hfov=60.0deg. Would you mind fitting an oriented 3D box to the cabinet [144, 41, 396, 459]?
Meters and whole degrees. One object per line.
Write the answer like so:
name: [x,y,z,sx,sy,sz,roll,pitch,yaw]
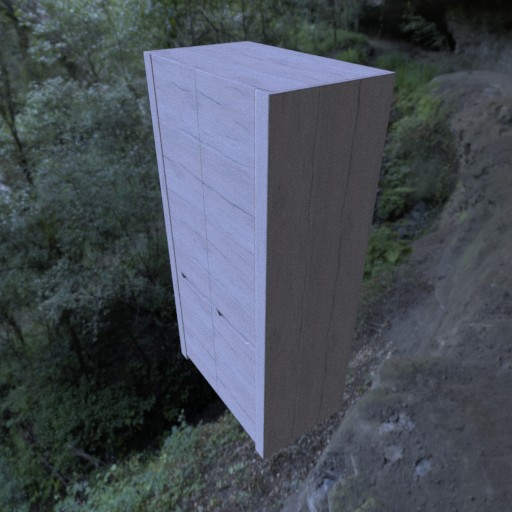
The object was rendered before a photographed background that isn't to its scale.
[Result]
cabinet: [0.000,0.000,2.362,0.580,1.930,0.980,-21,39,-29]
